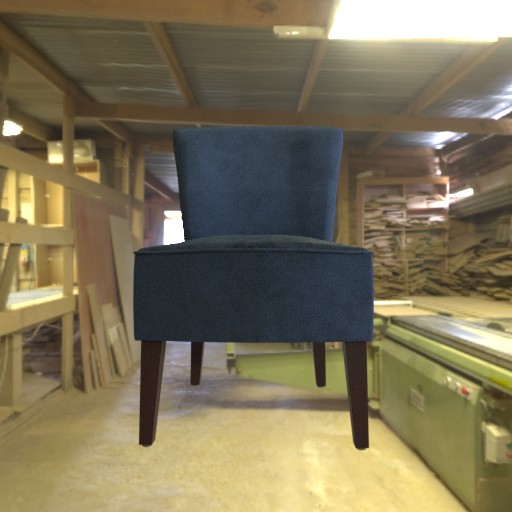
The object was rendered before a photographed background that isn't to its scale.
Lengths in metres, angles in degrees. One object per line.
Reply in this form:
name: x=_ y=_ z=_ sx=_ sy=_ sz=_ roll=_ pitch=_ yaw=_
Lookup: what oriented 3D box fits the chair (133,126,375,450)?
chair: x=0.000 y=0.000 z=1.146 sx=0.521 sy=0.806 sz=0.551 roll=0 pitch=0 yaw=1
